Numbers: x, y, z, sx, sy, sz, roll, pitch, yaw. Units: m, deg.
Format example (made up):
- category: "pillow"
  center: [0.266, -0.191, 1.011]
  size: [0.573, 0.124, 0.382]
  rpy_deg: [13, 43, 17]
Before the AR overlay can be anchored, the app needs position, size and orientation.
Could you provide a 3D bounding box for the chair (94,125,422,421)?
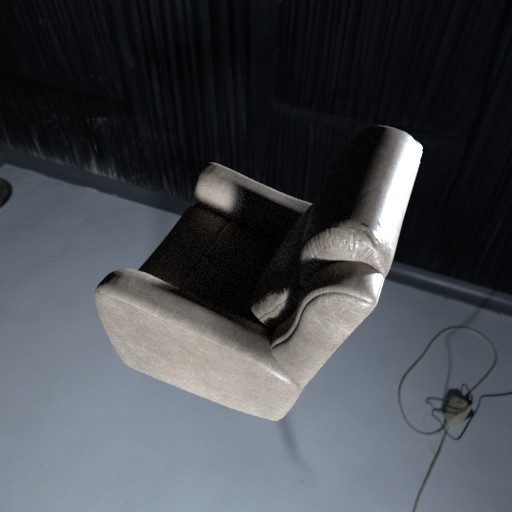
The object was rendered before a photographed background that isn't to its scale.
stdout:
- category: "chair"
  center: [0.000, 0.000, 1.896]
  size: [1.068, 1.116, 0.967]
  rpy_deg: [17, 48, 16]
